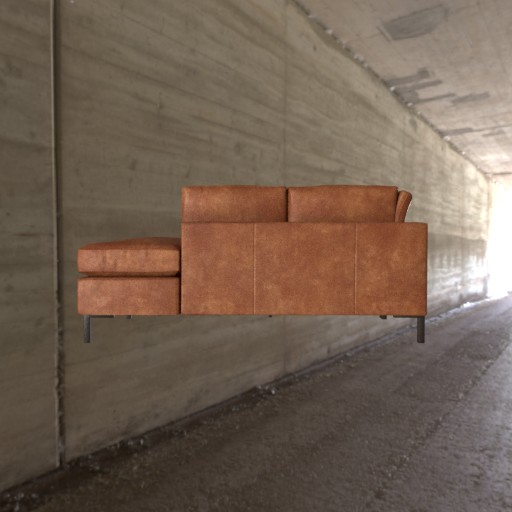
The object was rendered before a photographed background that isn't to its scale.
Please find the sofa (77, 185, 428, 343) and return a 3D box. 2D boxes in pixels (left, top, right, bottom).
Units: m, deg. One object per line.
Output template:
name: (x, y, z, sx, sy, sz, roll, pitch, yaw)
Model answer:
sofa: (0.000, 0.000, 3.876, 1.938, 0.877, 2.984, 0, 2, 1)
